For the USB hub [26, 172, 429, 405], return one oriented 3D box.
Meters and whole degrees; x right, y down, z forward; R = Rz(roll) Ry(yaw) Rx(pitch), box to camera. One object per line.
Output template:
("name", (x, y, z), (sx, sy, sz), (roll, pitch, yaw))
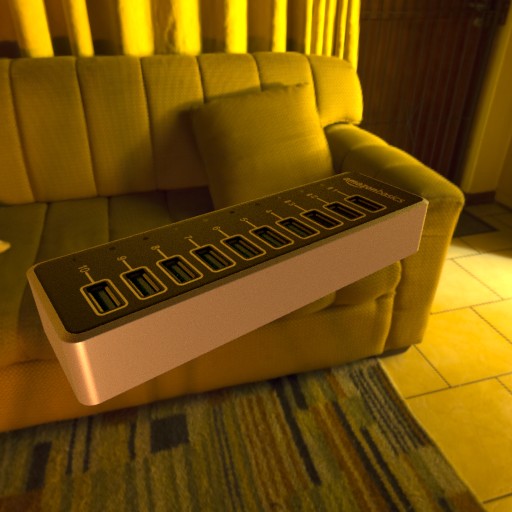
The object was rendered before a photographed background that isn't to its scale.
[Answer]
("USB hub", (0.000, 0.000, 0.163), (0.145, 0.023, 0.044), (-21, 37, -30))
